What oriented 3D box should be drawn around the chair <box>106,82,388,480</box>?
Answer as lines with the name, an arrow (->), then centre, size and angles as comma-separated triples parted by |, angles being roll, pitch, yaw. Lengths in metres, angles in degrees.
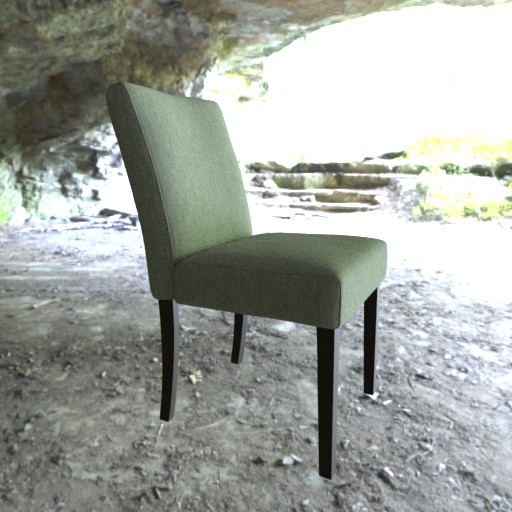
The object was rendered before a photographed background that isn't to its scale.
chair -> 0.000, 0.000, 1.218 | 0.629, 0.884, 0.487 | 6, 14, 27
